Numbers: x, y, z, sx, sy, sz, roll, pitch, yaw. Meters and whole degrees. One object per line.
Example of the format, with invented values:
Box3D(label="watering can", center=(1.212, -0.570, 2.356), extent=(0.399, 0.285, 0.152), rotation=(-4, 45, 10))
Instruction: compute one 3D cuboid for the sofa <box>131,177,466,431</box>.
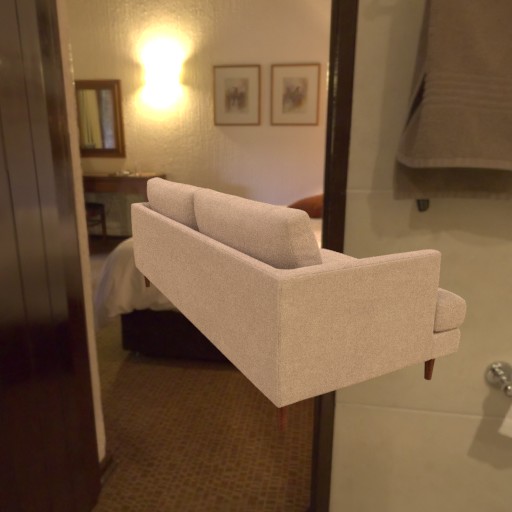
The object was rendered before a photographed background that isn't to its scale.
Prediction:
Box3D(label="sofa", center=(0.000, 0.000, 2.756), extent=(1.020, 0.868, 2.250), rotation=(-7, 16, -27))
